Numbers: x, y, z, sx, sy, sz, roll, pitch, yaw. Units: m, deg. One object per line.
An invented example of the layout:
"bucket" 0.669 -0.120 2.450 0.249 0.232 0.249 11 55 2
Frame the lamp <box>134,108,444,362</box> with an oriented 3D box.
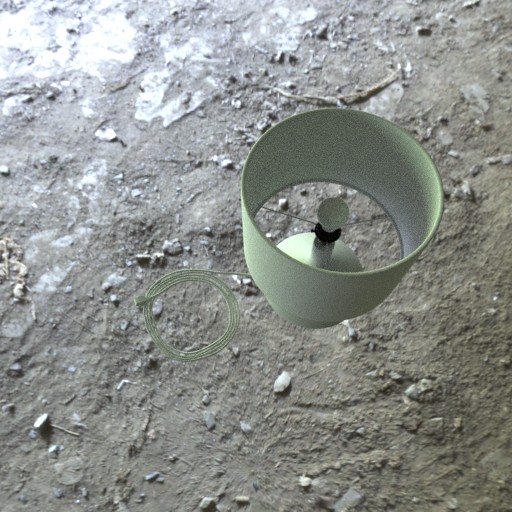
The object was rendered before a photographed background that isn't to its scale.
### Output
"lamp" 0.000 0.000 0.868 0.546 0.457 0.401 15 65 7
